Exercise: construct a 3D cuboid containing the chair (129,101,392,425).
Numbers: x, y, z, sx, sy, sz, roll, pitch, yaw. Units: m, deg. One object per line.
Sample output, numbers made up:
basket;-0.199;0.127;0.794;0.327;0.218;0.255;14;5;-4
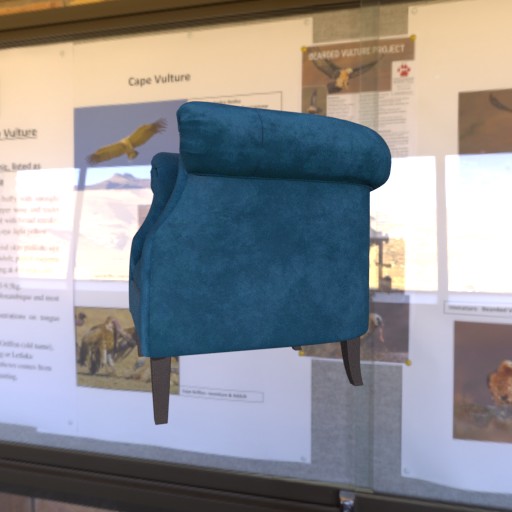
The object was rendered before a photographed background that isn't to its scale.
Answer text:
chair;0.000;0.000;1.574;0.851;0.826;0.904;-1;2;-18
